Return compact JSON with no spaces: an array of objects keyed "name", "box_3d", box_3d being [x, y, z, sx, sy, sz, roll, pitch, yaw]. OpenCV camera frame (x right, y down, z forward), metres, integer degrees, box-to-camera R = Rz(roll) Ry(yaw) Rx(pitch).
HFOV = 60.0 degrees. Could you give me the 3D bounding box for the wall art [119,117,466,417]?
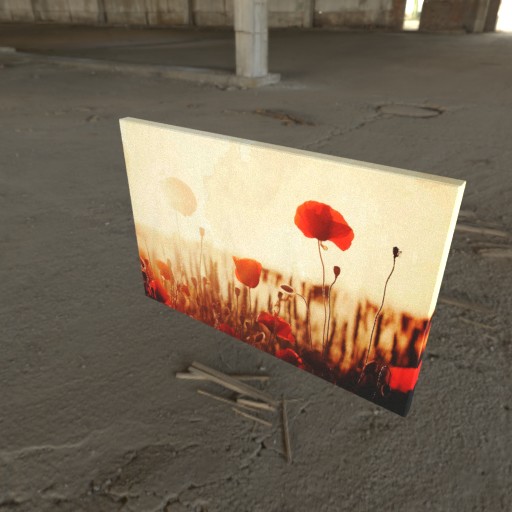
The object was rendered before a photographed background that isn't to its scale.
[{"name":"wall art","box_3d":[0.000,0.000,1.179,0.918,0.602,0.038,19,35,30]}]
